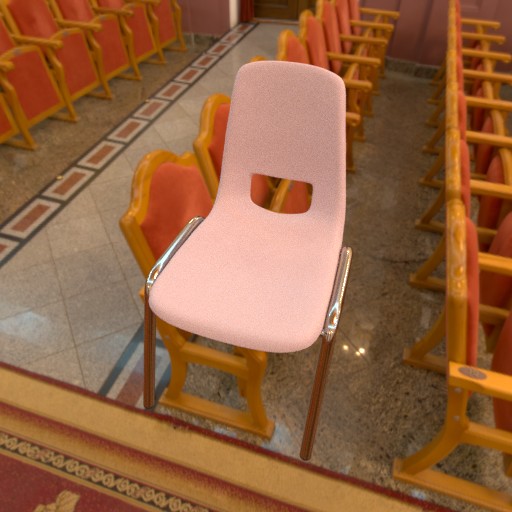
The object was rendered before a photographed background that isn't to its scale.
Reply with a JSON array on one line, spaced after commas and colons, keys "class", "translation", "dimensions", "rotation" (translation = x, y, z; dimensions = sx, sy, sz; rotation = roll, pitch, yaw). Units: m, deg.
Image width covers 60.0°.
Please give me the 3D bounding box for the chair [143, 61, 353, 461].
[{"class": "chair", "translation": [0.000, 0.000, 0.831], "dimensions": [0.354, 0.586, 0.423], "rotation": [12, 43, 14]}]
